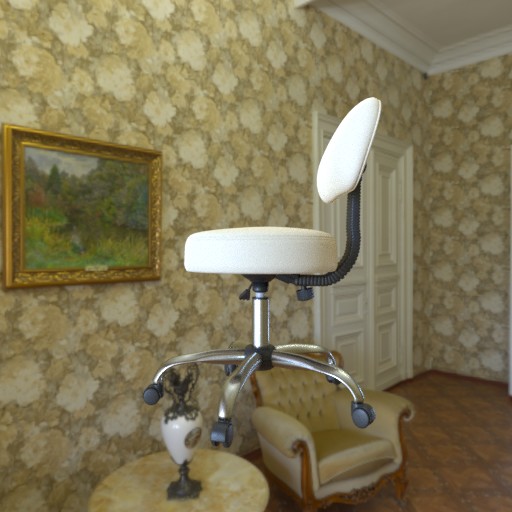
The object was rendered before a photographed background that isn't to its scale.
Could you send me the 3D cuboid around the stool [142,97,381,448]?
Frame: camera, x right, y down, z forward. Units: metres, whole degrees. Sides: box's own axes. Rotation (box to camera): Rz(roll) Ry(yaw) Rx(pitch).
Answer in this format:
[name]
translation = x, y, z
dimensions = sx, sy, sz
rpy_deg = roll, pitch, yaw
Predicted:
[stool]
translation = 0.000, 0.000, 1.221
dimensions = 0.616, 0.810, 0.609
rpy_deg = 0, 0, -1
